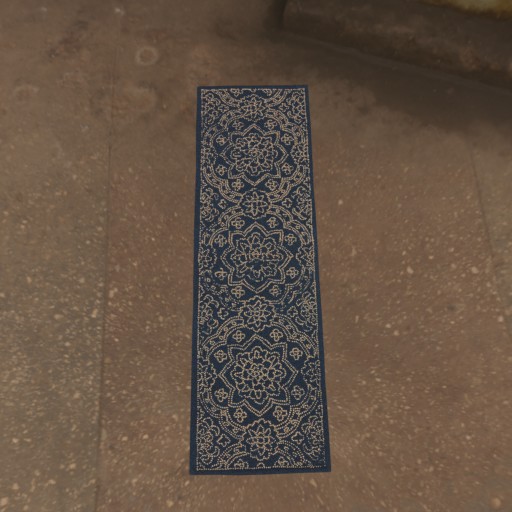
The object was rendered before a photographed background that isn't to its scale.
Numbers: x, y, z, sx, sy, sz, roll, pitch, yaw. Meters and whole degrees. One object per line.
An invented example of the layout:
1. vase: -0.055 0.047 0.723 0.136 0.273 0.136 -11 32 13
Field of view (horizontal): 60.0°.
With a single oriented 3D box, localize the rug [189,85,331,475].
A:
1. rug: 0.000 0.000 2.720 0.769 0.012 2.448 -1 74 0
